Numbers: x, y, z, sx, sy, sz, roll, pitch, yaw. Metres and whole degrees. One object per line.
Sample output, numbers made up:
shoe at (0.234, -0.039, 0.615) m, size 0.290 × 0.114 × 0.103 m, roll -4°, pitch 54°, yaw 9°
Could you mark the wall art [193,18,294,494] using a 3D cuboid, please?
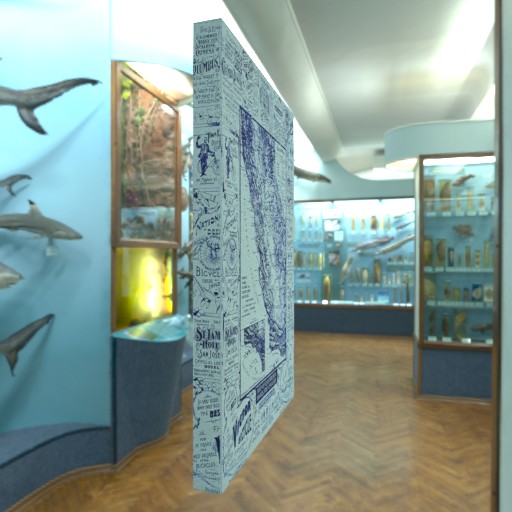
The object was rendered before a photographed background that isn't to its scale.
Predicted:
wall art at (0.000, 0.000, 0.474) m, size 0.025 × 0.376 × 0.255 m, roll 0°, pitch 0°, yaw 18°
